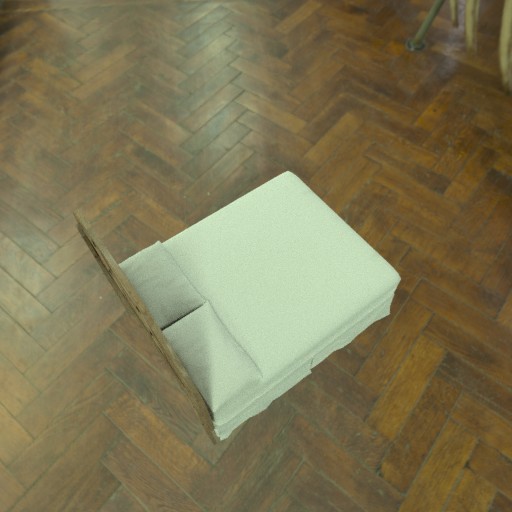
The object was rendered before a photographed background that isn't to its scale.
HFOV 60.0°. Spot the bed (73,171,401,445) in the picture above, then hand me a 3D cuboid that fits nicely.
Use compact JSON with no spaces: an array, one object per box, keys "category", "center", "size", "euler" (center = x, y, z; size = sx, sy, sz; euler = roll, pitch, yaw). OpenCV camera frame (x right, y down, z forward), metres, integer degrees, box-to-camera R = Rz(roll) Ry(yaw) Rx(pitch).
[{"category":"bed","center":[0.000,0.000,3.589],"size":[2.112,2.002,1.713],"euler":[-33,64,-18]}]
